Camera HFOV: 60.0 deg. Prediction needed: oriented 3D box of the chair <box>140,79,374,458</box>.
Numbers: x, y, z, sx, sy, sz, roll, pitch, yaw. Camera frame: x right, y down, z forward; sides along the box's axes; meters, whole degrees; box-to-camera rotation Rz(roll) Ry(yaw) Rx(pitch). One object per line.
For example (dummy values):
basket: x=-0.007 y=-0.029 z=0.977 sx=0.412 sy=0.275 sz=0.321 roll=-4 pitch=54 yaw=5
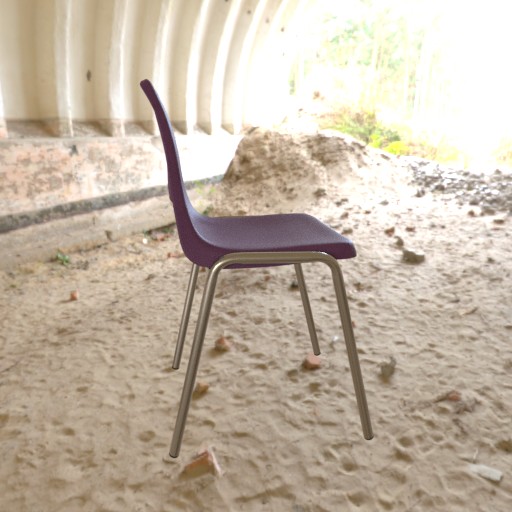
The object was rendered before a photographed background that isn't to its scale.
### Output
chair: x=0.000 y=0.000 z=0.961 sx=0.432 sy=0.704 sz=0.381 roll=-3 pitch=16 yaw=-9
